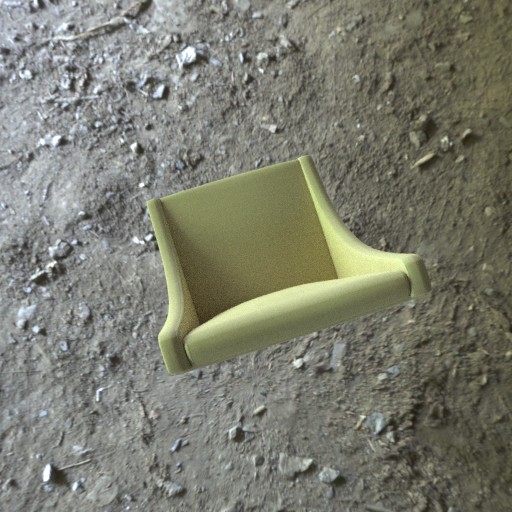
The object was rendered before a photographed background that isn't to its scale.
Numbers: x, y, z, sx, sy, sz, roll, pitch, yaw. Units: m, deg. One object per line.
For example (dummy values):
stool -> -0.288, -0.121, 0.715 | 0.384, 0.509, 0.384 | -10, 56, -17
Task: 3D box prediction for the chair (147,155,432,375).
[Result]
chair -> 0.000, 0.000, 1.379 | 0.575, 1.021, 0.611 | -17, 75, -5
